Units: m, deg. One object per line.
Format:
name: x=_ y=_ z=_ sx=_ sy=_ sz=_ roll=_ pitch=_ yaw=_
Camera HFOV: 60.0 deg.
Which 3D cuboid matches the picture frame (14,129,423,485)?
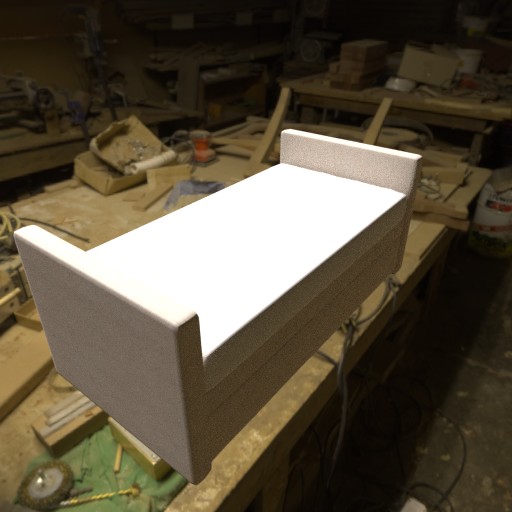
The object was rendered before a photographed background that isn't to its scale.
picture frame: x=0.000 y=0.000 z=2.633 sx=1.069 sy=0.891 sz=2.161 roll=22 pitch=37 yaw=32
